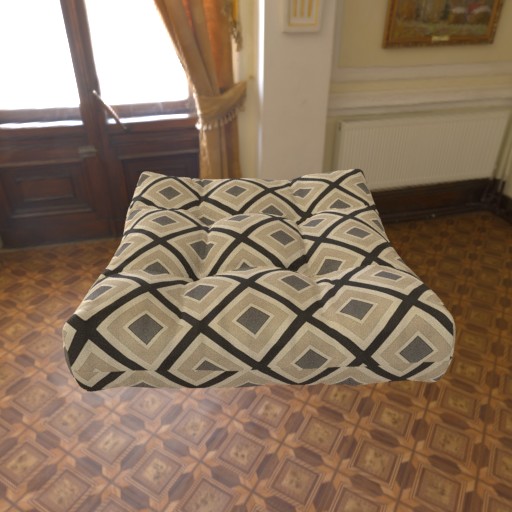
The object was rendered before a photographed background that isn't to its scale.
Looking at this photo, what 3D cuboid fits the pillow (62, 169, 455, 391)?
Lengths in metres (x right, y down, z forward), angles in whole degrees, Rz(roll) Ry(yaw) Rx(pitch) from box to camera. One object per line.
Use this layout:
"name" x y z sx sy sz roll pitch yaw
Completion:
"pillow" 0.000 0.000 0.713 0.468 0.128 0.490 -1 32 -2
